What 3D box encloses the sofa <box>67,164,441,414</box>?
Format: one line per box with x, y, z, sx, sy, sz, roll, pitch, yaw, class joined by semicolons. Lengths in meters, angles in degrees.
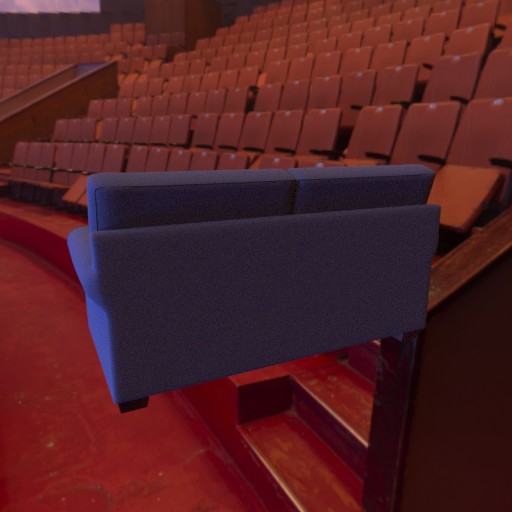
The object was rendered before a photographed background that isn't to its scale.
0.000;0.000;2.526;1.930;1.020;0.940;-7;16;-26;sofa
